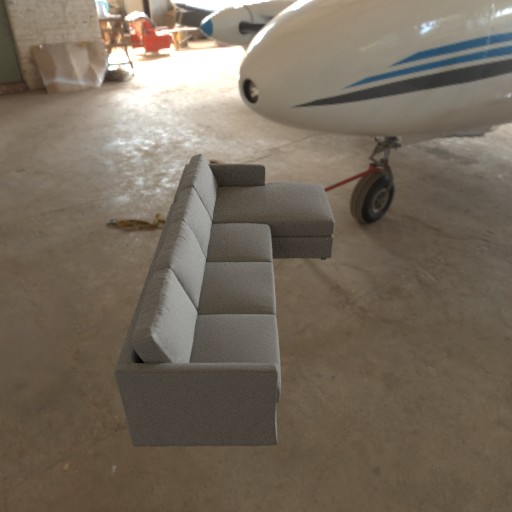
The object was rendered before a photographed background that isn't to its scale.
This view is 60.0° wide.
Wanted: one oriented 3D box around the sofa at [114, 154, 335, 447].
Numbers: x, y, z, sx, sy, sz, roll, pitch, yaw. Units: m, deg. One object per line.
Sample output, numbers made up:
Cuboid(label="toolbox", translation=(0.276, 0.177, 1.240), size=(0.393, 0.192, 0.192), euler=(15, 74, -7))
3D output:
Cuboid(label="sofa", translation=(0.000, 0.000, 3.942), size=(1.622, 0.867, 3.177), euler=(0, 33, 0))
